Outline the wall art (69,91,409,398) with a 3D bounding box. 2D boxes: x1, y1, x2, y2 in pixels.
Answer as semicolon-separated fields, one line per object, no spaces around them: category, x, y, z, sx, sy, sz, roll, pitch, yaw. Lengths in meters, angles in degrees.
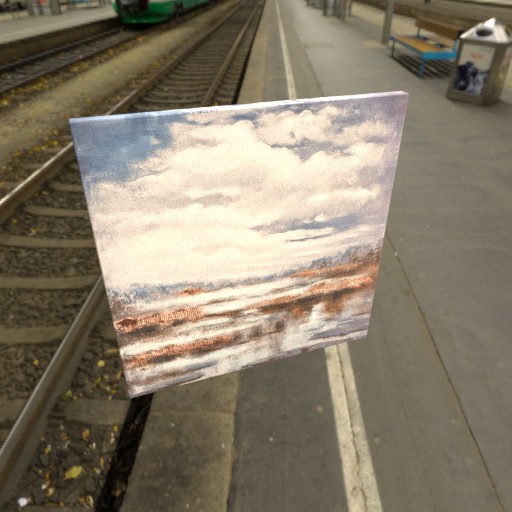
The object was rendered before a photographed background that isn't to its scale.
wall art;0.000;0.000;1.352;0.888;0.897;0.035;-11;33;-16
